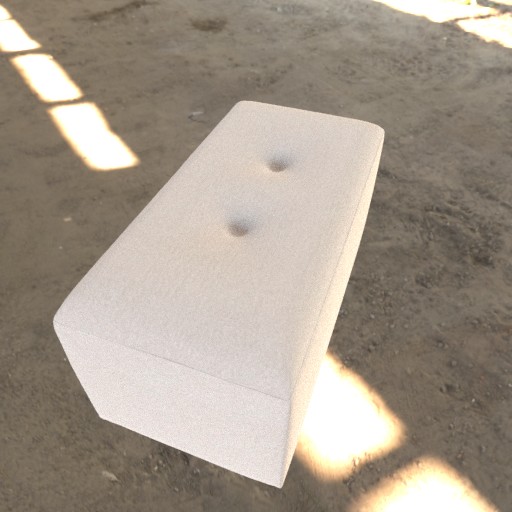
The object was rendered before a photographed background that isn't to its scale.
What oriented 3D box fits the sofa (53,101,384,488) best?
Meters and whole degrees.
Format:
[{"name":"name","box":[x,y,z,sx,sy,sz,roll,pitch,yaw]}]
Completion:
[{"name":"sofa","box":[0.000,0.000,1.170,0.480,0.470,0.930,15,47,14]}]
